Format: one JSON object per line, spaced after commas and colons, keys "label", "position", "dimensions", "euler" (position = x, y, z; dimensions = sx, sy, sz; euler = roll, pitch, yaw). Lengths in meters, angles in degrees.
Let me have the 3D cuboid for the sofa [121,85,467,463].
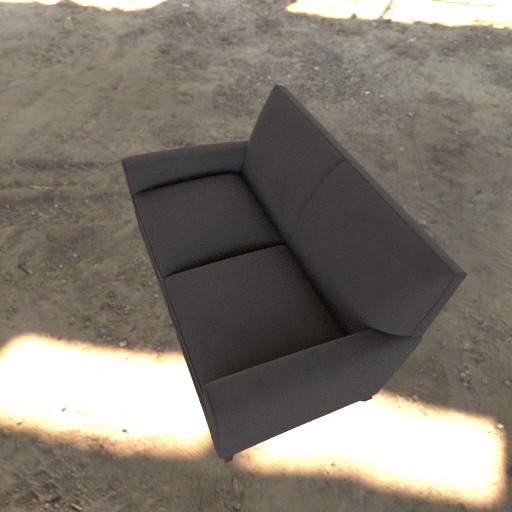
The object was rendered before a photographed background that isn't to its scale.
{"label": "sofa", "position": [0.000, 0.000, 1.984], "dimensions": [0.871, 0.846, 1.420], "euler": [-17, 50, -15]}
